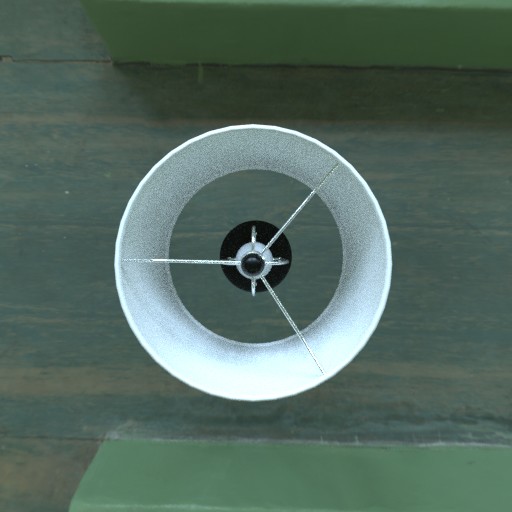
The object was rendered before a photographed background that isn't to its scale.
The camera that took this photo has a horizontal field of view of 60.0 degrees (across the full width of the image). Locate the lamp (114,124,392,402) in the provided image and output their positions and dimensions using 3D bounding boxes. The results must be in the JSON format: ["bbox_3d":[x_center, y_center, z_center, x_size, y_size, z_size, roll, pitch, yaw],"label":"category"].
[{"bbox_3d":[0.000,0.000,0.790,0.305,0.634,0.305,0,92,1],"label":"lamp"}]
